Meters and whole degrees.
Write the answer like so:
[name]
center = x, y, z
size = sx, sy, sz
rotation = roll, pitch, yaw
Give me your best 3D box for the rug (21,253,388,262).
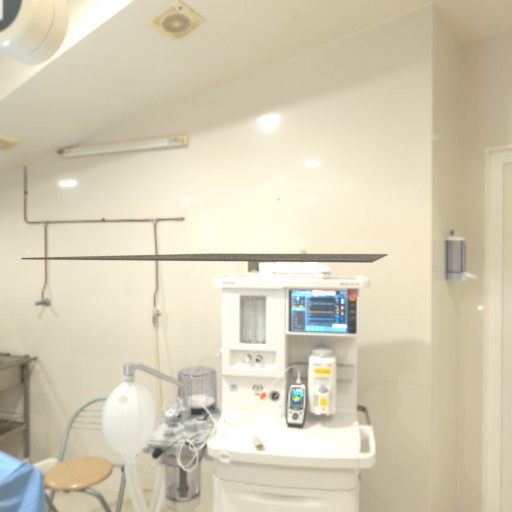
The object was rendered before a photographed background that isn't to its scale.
[rug]
center = 0.000, 0.000, 2.896
size = 1.600, 0.008, 2.235
rotation = 0, 1, 18
